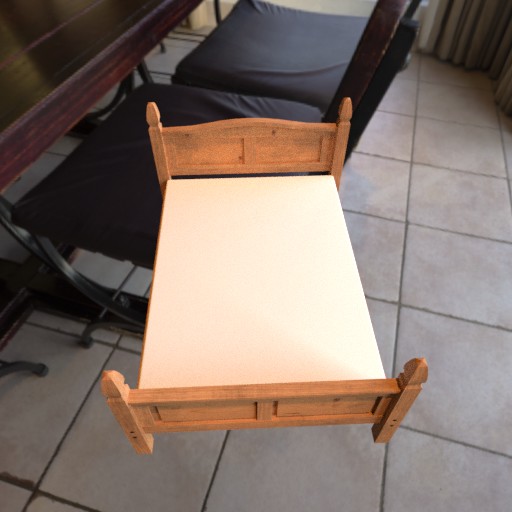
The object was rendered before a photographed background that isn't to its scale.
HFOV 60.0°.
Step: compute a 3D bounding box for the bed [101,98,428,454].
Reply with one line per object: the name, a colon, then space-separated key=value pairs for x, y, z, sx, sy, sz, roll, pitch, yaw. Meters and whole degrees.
bed: x=0.000 y=0.000 z=2.894 sx=1.490 sy=1.100 sz=2.069 roll=-2 pitch=48 yaw=-2
